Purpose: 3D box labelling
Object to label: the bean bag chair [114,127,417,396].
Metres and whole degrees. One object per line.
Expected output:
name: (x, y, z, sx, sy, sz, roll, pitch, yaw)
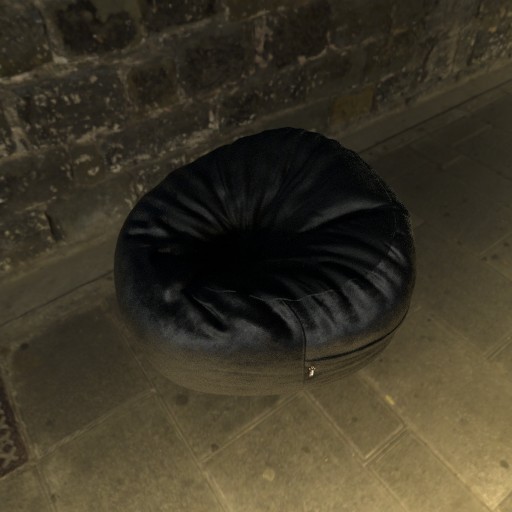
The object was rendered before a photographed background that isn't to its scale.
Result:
bean bag chair: (0.000, 0.000, 2.425, 1.524, 0.878, 1.524, -16, 50, -14)
